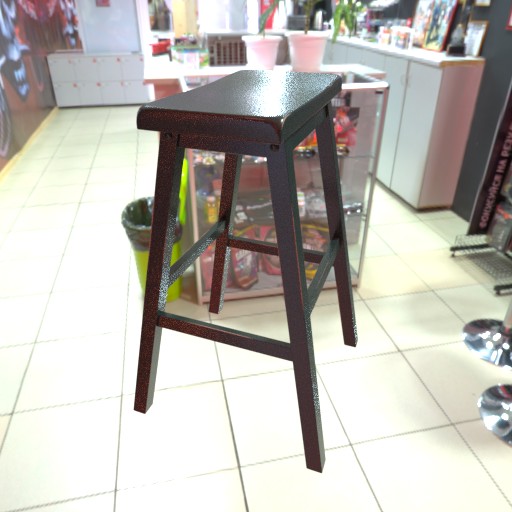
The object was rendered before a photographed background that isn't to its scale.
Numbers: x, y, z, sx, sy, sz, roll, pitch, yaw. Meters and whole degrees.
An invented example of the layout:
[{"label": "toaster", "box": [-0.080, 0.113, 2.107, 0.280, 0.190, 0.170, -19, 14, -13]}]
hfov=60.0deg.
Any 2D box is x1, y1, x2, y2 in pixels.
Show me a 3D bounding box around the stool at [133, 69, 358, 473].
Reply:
[{"label": "stool", "box": [0.000, 0.000, 1.022, 0.476, 0.737, 0.457, 11, 32, 18]}]
